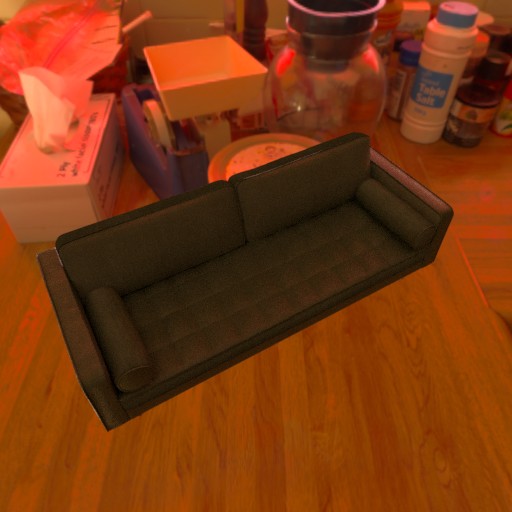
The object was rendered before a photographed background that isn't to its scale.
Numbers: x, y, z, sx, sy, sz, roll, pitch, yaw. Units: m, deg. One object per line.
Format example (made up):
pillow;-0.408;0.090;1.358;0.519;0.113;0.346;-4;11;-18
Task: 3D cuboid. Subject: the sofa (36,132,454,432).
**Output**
sofa;0.000;0.000;2.588;2.199;0.769;0.918;-23;52;-20
